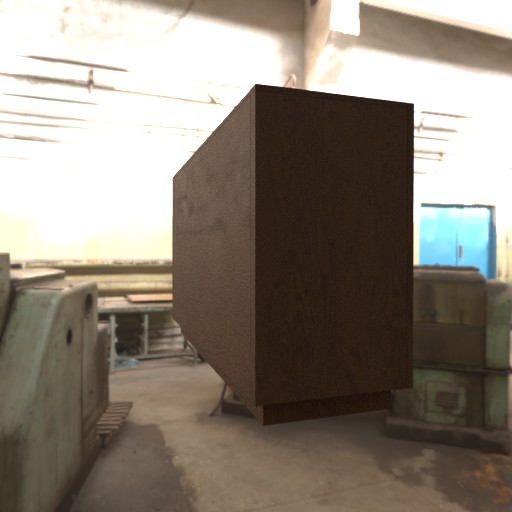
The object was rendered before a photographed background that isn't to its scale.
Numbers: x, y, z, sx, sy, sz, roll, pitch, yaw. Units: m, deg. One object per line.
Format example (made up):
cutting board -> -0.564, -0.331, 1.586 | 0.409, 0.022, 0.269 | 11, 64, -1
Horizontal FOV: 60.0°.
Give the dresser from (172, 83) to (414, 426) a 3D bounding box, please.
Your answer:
dresser -> 0.000, 0.000, 1.919 | 0.512, 0.889, 1.523 | 0, 1, -18
